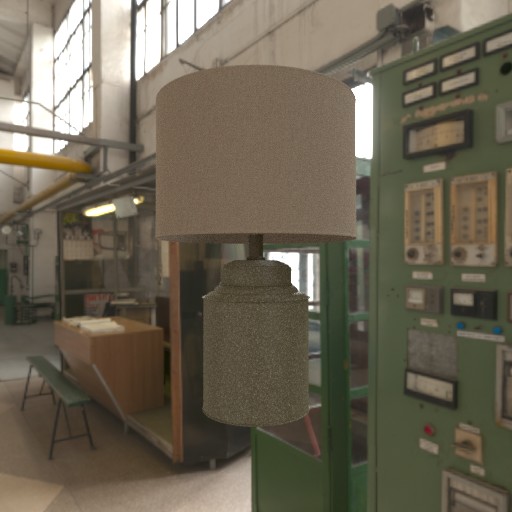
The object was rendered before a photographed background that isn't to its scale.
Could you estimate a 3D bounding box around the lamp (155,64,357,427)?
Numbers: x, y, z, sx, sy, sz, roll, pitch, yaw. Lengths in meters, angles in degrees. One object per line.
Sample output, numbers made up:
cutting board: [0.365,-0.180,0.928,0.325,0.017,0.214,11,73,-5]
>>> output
lamp: [0.000,0.000,0.716,0.318,0.486,0.318,0,-1,0]
